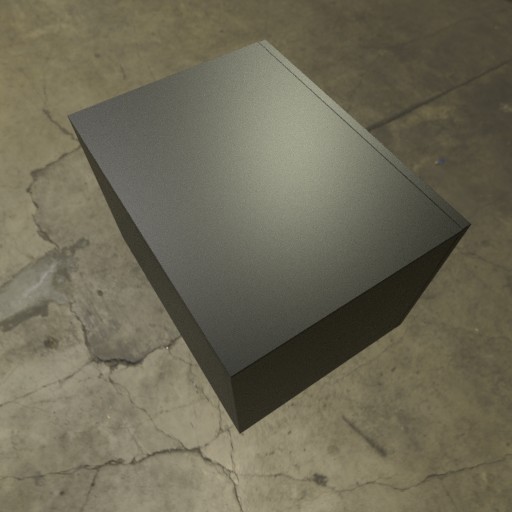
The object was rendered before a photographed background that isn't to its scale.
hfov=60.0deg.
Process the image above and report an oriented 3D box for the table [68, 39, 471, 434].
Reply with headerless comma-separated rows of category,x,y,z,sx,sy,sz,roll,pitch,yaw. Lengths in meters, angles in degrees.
table,0.000,0.000,0.983,0.441,0.584,0.564,-29,63,-17
